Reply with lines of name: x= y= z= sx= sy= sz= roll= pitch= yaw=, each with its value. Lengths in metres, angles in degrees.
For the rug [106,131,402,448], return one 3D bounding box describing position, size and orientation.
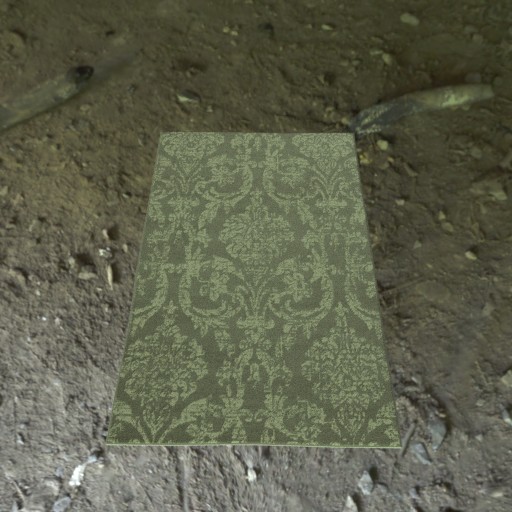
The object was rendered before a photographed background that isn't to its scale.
rug: x=0.000 y=0.000 z=2.283 sx=1.206 sy=0.012 sz=1.824 roll=0 pitch=58 yaw=0
